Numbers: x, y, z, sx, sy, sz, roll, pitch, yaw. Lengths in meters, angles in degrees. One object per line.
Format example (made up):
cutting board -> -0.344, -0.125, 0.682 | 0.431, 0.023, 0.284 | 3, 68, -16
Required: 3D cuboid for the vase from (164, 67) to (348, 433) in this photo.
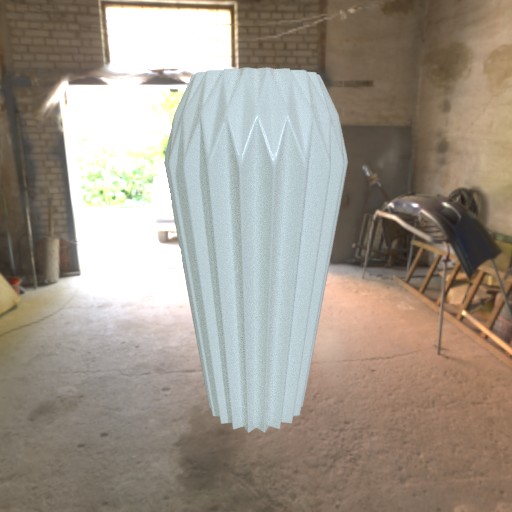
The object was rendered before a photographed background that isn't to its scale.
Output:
vase -> 0.000, 0.000, 0.347 | 0.133, 0.263, 0.133 | 0, 16, 0
